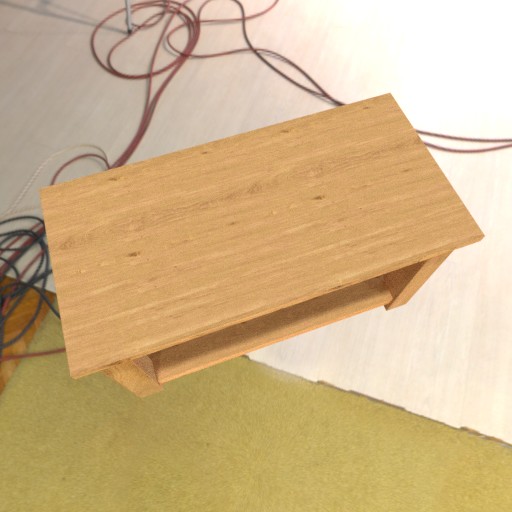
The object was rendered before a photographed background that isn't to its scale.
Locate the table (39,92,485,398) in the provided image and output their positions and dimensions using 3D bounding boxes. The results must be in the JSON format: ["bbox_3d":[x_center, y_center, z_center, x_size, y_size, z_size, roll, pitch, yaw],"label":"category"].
[{"bbox_3d":[0.000,0.000,1.194,0.899,0.452,0.450,-18,65,-8],"label":"table"}]
